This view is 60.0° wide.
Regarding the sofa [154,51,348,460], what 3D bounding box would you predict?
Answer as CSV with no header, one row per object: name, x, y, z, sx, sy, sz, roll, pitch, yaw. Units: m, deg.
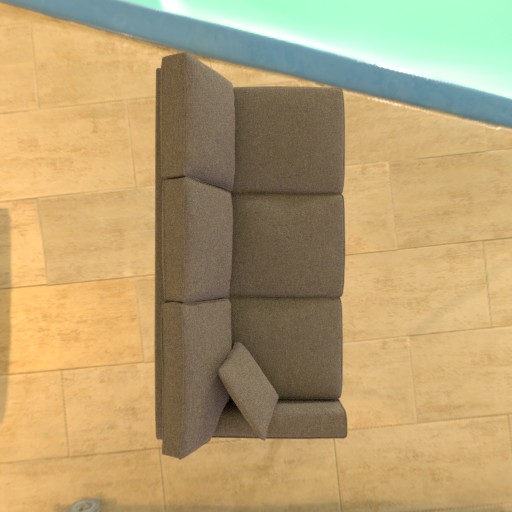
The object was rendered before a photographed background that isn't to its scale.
sofa,0.000,0.000,2.545,1.034,0.946,1.963,0,89,1
